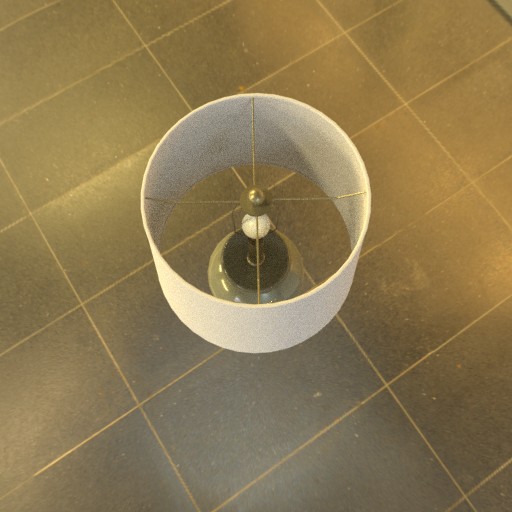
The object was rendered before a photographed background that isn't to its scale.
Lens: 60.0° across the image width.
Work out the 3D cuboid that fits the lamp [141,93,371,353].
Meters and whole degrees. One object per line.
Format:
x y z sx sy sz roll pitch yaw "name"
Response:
0.000 0.000 0.554 0.239 0.399 0.239 0 75 0 "lamp"
